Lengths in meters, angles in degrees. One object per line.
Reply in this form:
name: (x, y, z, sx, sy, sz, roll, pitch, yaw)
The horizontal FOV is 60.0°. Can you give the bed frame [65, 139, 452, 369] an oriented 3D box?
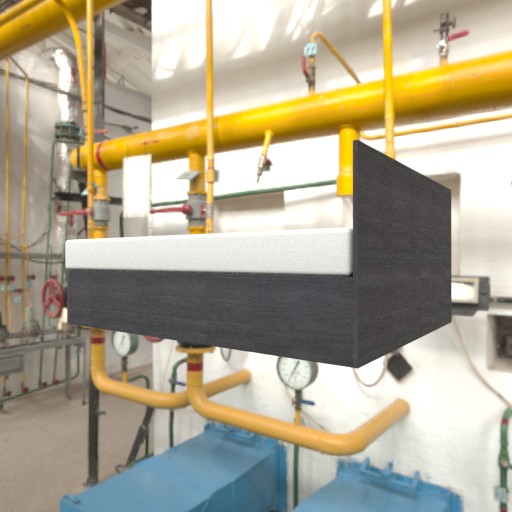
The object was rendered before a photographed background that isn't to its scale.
bed frame: (0.000, 0.000, 2.671, 1.900, 0.800, 1.400, 0, 0, 36)
